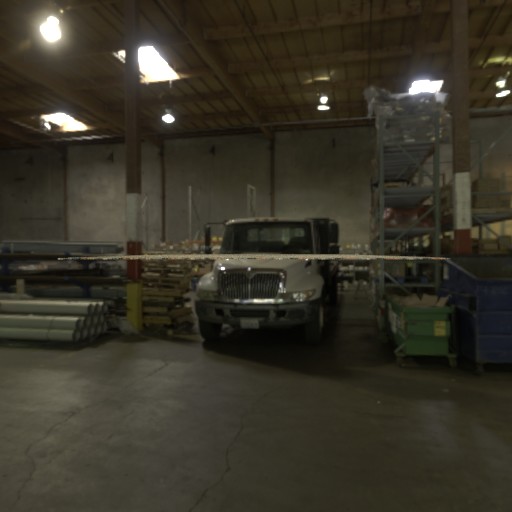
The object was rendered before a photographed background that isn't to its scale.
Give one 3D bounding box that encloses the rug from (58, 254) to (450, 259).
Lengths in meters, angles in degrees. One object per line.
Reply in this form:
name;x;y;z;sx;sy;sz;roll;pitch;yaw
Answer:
rug;0.000;0.000;4.262;2.379;0.011;3.221;0;1;0
